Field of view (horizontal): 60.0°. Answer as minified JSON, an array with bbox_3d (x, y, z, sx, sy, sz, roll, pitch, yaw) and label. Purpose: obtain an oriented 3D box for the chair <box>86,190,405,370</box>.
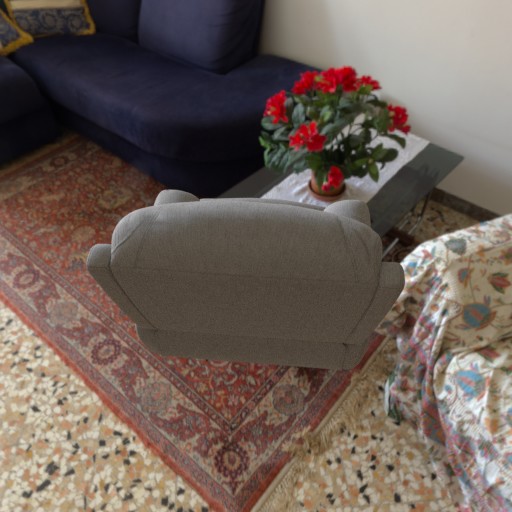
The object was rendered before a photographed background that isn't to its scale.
[{"bbox_3d":[0.000,0.000,1.768,0.930,1.011,0.899,4,47,3],"label":"chair"}]
